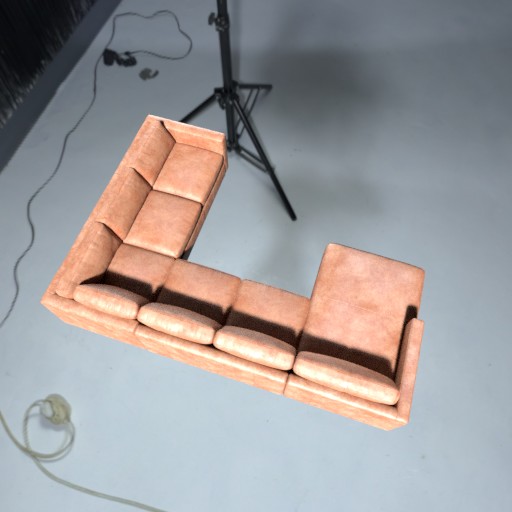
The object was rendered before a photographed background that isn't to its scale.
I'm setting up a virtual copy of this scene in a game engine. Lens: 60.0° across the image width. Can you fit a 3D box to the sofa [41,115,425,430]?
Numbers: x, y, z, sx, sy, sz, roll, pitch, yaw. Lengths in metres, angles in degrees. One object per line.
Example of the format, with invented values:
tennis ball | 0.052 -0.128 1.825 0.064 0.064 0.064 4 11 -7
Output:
sofa | 0.000 0.000 4.613 3.401 0.832 2.430 16 65 8
